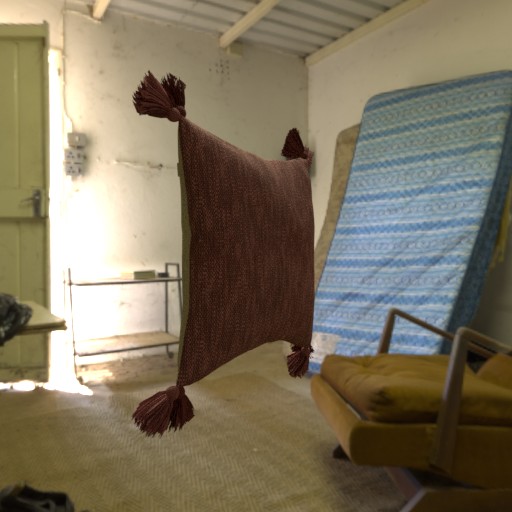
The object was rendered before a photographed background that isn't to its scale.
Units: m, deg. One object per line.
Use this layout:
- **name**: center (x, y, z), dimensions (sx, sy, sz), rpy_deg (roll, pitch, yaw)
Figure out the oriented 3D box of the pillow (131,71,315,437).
- **pillow**: center (0.000, 0.000, 0.960), dimensions (0.138, 0.659, 0.641), rpy_deg (1, 1, 35)
